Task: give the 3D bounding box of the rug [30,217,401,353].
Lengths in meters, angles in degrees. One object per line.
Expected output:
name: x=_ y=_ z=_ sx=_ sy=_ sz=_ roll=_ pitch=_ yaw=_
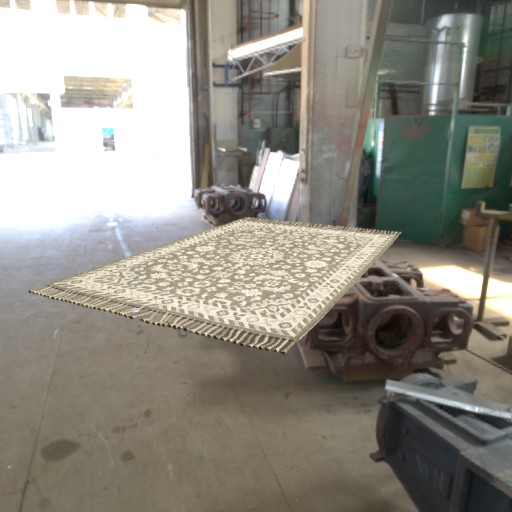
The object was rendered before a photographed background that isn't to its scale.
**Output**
rug: x=0.000 y=0.000 z=3.075 sx=1.530 sy=0.025 sz=2.431 roll=8 pitch=17 yaw=27
